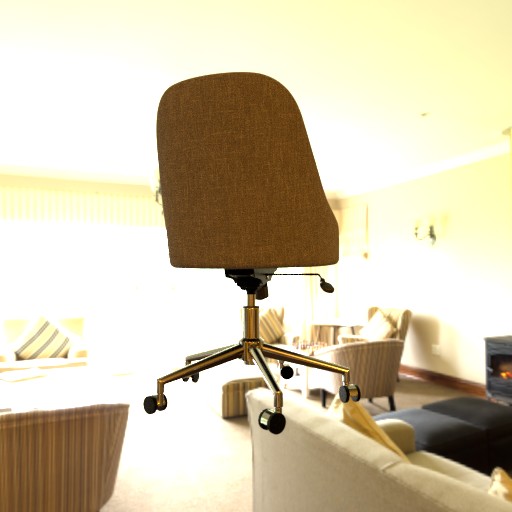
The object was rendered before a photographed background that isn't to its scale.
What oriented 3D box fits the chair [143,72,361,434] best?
[{"bbox_3d":[0.000,0.000,1.491,0.671,0.950,0.712,-1,-3,18],"label":"chair"}]
